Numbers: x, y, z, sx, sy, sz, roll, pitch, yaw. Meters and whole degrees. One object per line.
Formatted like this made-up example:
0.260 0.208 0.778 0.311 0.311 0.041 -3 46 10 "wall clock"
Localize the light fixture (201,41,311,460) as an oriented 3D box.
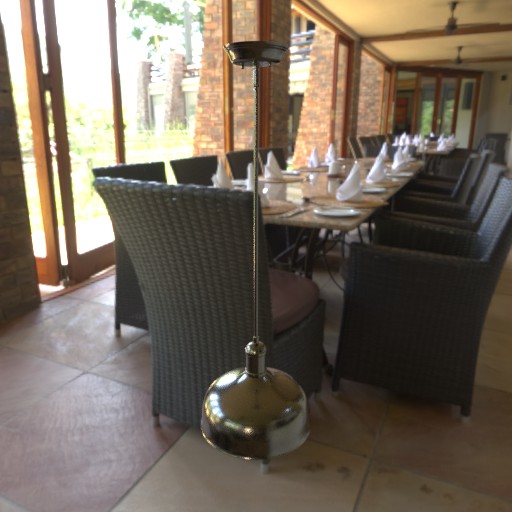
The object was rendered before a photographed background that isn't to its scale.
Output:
0.000 0.000 1.083 0.299 0.935 0.299 8 18 27 "light fixture"
